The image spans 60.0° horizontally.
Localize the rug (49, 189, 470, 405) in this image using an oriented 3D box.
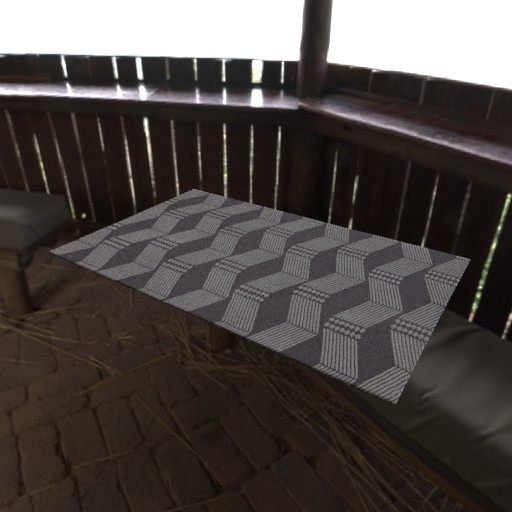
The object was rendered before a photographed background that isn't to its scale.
[{"bbox_3d":[0.000,0.000,3.010,2.435,0.011,1.517,18,33,29],"label":"rug"}]
